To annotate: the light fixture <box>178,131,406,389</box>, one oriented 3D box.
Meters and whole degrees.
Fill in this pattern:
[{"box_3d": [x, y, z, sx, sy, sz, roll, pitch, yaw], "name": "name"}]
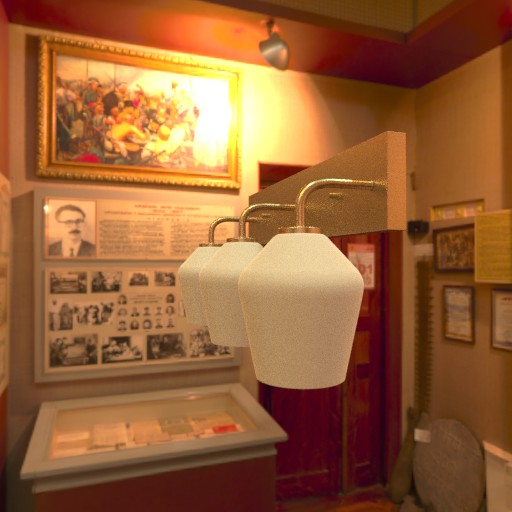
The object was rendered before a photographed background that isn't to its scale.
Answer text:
[{"box_3d": [0.000, 0.000, 0.735, 0.190, 0.280, 0.609, 0, -1, -18], "name": "light fixture"}]
